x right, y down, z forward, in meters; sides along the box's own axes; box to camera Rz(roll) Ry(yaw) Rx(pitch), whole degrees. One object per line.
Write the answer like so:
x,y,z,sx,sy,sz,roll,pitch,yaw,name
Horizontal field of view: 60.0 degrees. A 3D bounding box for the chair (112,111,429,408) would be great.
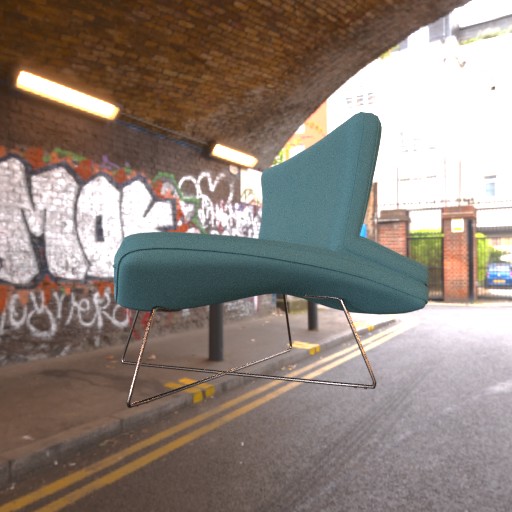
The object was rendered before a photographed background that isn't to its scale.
0.000,0.000,1.641,1.008,0.855,0.859,0,-1,-18,chair
